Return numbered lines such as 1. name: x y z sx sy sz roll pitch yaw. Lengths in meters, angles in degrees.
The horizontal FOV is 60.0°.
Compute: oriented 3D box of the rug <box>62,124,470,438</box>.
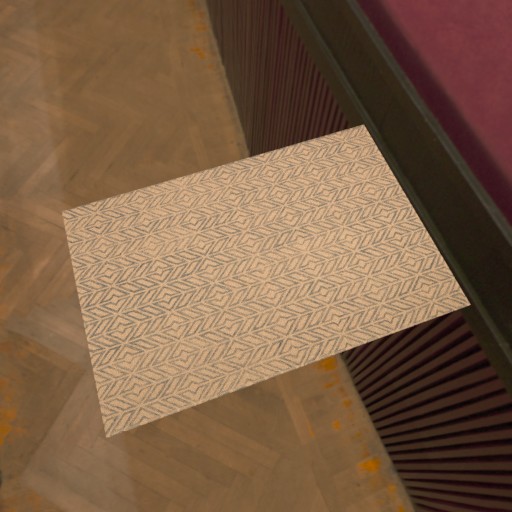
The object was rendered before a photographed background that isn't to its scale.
1. rug: 0.000 0.000 2.315 1.824 0.008 1.220 -18 66 -8
